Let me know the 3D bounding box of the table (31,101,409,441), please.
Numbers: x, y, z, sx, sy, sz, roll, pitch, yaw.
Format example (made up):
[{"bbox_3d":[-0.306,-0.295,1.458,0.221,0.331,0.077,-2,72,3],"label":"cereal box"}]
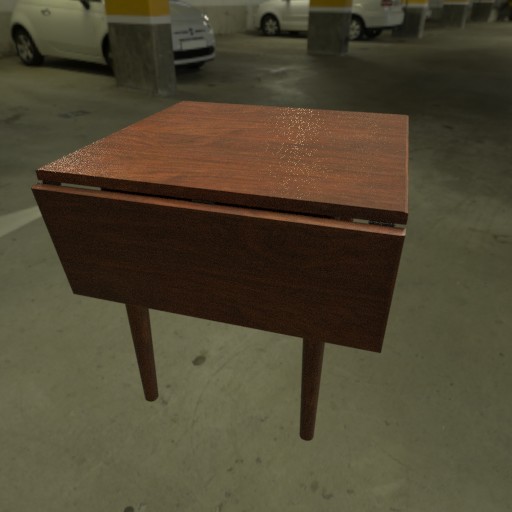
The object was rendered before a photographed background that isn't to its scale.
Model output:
[{"bbox_3d":[0.000,0.000,1.421,0.812,0.763,0.843,9,32,14],"label":"table"}]
